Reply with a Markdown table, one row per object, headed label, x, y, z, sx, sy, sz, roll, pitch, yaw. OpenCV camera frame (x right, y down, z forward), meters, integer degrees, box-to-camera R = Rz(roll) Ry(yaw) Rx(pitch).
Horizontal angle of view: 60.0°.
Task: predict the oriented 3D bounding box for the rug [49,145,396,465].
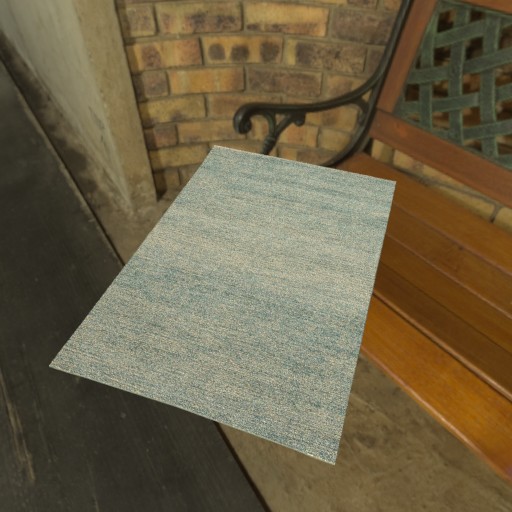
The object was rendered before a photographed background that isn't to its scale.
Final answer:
| label | x | y | z | sx | sy | sz | roll | pitch | yaw |
| --- | --- | --- | --- | --- | --- | --- | --- | --- | --- |
| rug | 0.000 | 0.000 | 5.269 | 2.802 | 0.052 | 4.078 | 14 | 48 | 13 |
